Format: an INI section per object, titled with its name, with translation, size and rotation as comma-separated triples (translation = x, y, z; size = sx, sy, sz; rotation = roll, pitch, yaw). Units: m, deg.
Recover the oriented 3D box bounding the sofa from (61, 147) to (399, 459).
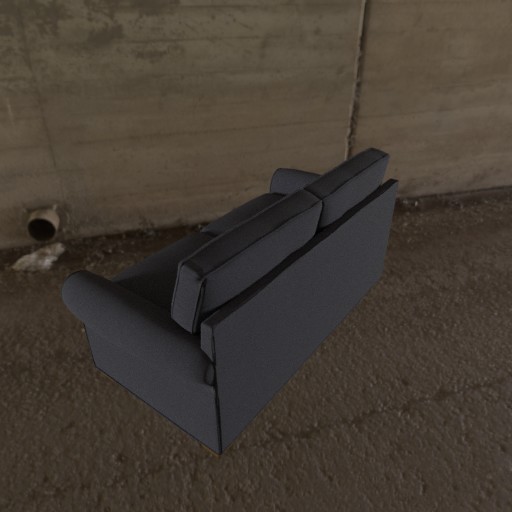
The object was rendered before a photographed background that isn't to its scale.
[sofa]
translation = 0.000, 0.000, 2.624
size = 0.951, 1.031, 2.009
rotation = 22, 38, 31
